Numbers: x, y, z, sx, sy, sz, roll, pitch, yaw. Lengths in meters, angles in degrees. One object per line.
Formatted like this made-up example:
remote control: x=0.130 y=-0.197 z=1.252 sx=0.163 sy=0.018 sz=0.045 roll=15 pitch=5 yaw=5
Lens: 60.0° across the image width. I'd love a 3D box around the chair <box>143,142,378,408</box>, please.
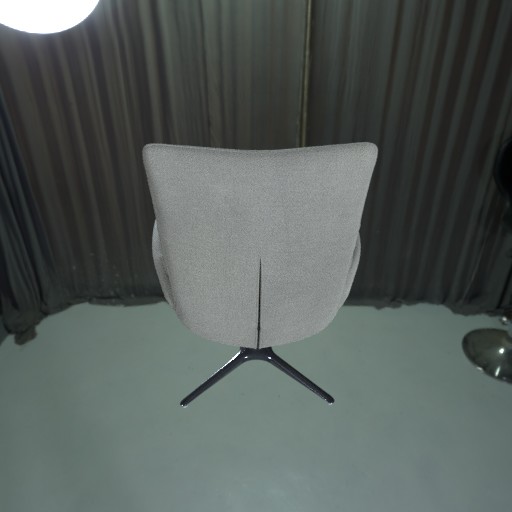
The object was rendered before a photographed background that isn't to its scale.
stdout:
chair: x=0.000 y=0.000 z=1.576 sx=0.711 sy=1.016 sz=0.889 roll=-1 pitch=30 yaw=-1
